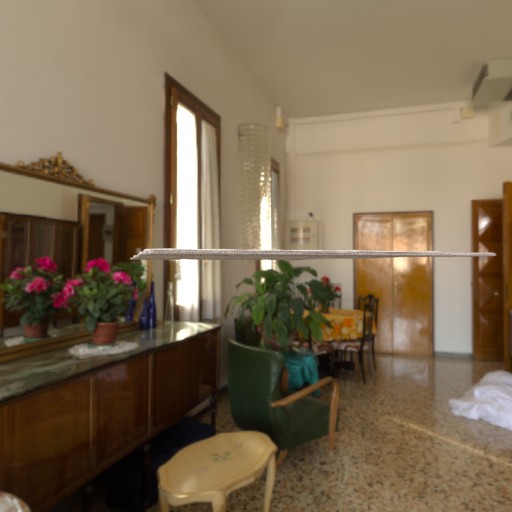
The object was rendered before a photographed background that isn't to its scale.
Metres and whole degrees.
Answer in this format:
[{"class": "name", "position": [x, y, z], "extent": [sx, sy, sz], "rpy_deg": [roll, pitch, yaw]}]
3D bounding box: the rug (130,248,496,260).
[{"class": "rug", "position": [0.000, 0.000, 2.862], "extent": [1.513, 0.033, 2.333], "rpy_deg": [0, -1, -18]}]
